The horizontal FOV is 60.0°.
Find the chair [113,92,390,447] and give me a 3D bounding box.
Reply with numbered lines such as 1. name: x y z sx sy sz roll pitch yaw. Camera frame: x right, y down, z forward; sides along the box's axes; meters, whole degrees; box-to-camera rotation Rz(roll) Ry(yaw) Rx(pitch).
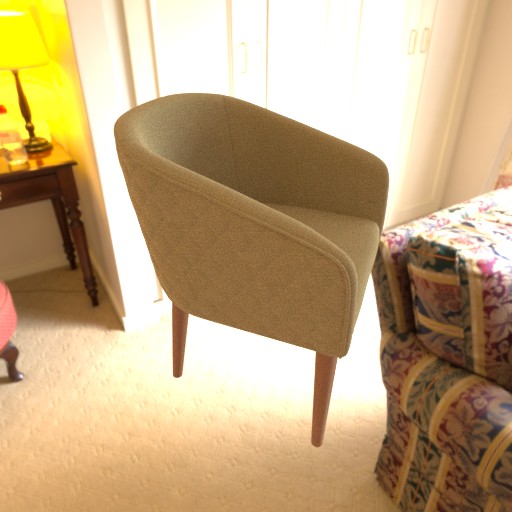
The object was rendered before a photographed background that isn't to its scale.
1. chair: 0.000 0.000 1.215 0.616 0.775 0.584 11 33 17
